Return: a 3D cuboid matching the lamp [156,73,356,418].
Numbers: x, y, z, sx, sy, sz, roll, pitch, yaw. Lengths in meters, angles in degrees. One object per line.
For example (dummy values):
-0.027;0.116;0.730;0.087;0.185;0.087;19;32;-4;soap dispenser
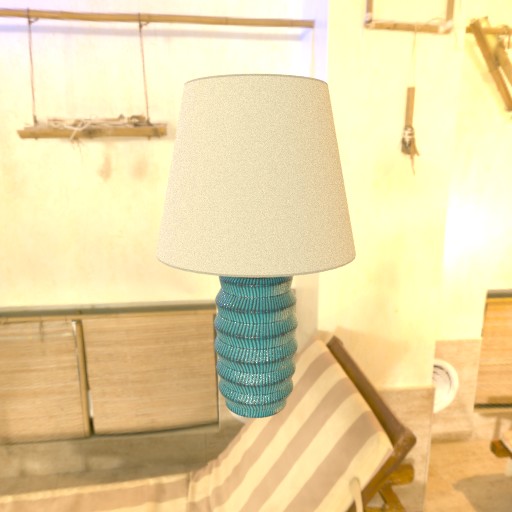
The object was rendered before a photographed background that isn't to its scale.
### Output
0.000;0.000;0.806;0.355;0.582;0.355;0;13;0;lamp
